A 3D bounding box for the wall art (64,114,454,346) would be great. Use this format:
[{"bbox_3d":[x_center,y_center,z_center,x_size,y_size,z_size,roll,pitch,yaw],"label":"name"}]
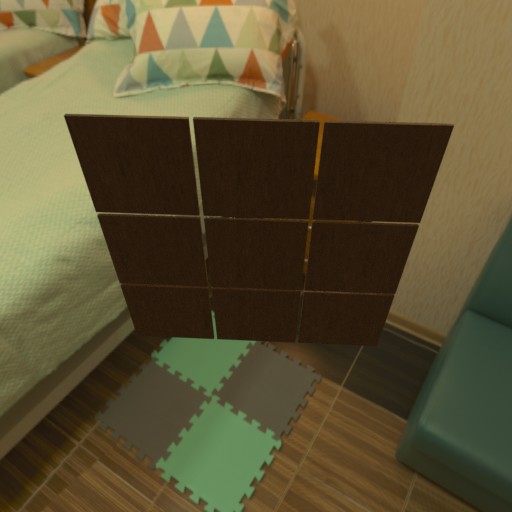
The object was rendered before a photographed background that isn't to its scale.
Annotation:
[{"bbox_3d":[0.000,0.000,1.814,1.215,1.213,0.013,2,46,2],"label":"wall art"}]
